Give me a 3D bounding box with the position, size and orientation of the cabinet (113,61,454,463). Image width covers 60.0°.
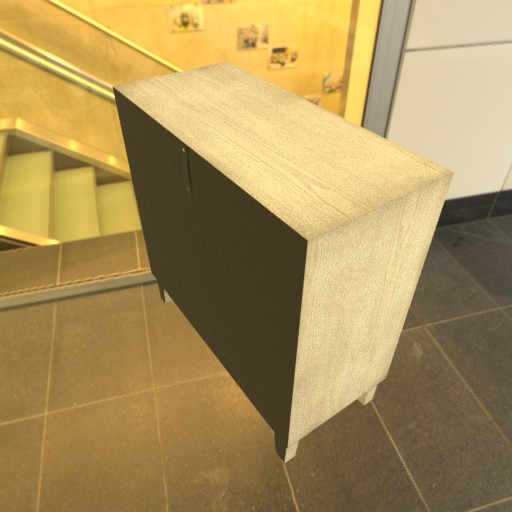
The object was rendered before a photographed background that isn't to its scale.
[{"bbox_3d":[0.000,0.000,1.241,0.370,0.787,0.781,-25,46,-26],"label":"cabinet"}]
